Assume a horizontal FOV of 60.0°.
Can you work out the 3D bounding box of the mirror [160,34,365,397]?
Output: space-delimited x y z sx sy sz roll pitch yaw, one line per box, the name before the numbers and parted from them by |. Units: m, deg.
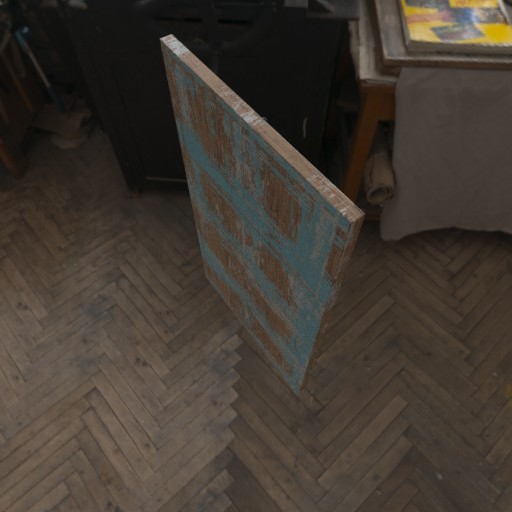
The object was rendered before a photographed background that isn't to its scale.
mirror | 0.000 0.000 1.486 0.083 1.213 0.707 -32 63 -18
